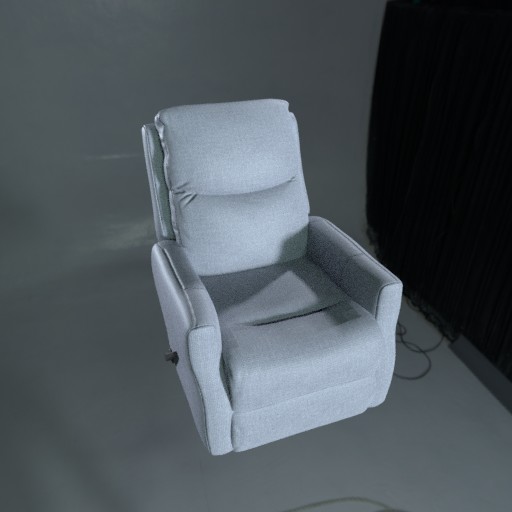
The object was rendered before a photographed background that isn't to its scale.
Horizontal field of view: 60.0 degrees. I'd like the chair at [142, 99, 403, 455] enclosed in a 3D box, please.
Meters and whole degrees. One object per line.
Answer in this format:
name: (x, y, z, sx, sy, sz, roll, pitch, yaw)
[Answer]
chair: (0.000, 0.000, 1.778, 0.829, 1.030, 1.080, -11, 33, -17)
